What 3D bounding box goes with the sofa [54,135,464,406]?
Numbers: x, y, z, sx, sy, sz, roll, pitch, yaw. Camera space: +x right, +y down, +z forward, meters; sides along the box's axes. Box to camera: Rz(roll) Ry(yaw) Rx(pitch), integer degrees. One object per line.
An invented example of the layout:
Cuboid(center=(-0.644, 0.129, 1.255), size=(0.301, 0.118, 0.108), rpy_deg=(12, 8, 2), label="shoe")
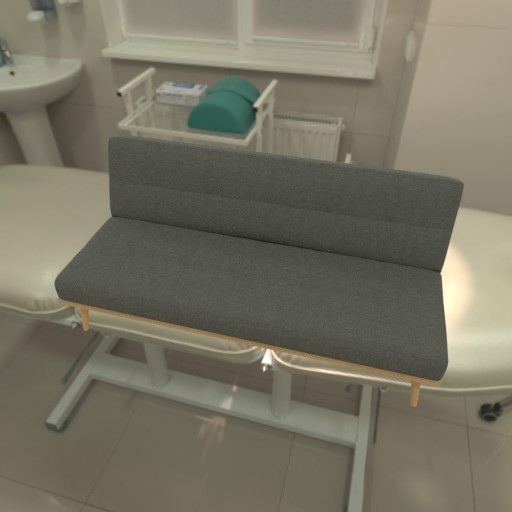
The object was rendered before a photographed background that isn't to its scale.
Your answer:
Cuboid(center=(0.000, 0.000, 2.194), size=(1.820, 0.770, 0.820), rpy_deg=(10, 41, 12), label="sofa")
